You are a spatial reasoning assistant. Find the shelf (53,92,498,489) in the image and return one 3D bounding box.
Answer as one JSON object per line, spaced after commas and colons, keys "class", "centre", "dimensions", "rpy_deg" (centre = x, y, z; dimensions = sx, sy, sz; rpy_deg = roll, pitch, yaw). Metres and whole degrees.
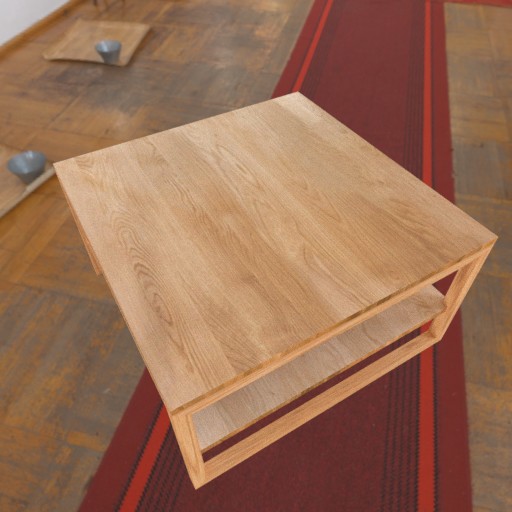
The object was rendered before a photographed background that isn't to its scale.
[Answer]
{"class": "shelf", "centre": [0.000, 0.000, 1.407], "dimensions": [0.899, 0.480, 0.899], "rpy_deg": [-23, 51, -20]}
